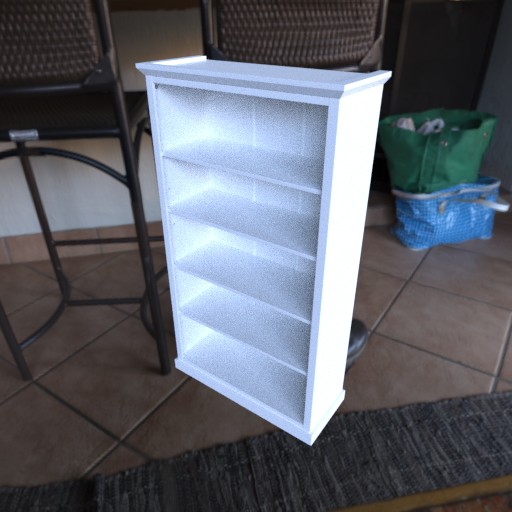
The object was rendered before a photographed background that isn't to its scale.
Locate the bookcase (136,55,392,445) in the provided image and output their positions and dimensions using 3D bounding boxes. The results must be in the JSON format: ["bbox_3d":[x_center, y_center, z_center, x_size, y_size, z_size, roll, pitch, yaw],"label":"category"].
[{"bbox_3d":[0.000,0.000,2.381,1.050,1.880,0.432,20,35,30],"label":"bookcase"}]
